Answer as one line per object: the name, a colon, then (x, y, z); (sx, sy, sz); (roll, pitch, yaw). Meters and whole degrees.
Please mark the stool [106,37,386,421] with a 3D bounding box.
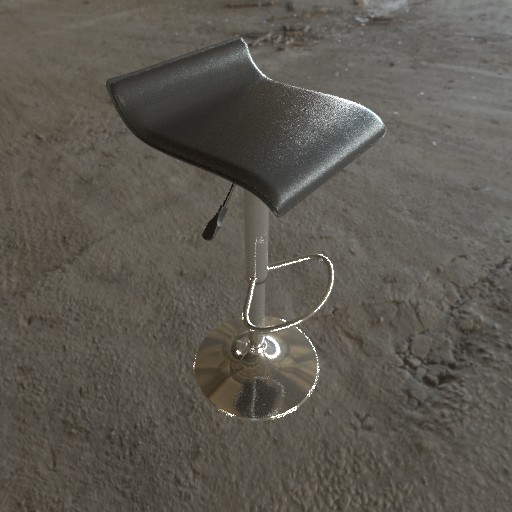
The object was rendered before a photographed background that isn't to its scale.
stool: (0.000, 0.000, 1.068); (0.381, 0.851, 0.381); (27, 48, 28)
